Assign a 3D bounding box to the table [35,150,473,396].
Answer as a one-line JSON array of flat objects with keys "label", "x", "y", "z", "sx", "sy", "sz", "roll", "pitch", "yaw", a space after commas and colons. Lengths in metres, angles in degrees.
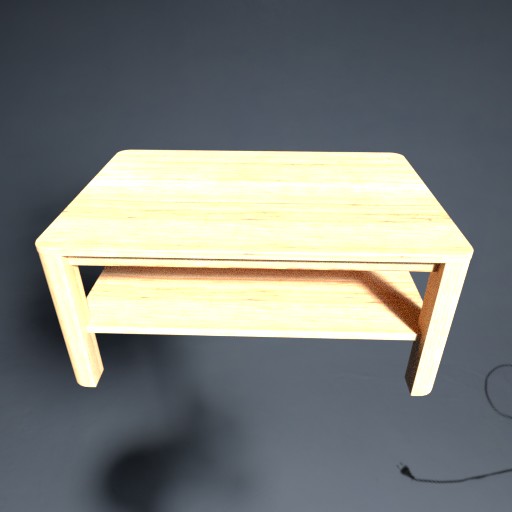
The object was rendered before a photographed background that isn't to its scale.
[{"label": "table", "x": 0.000, "y": 0.000, "z": 1.390, "sx": 0.997, "sy": 0.445, "sz": 0.696, "roll": 1, "pitch": 31, "yaw": 2}]
